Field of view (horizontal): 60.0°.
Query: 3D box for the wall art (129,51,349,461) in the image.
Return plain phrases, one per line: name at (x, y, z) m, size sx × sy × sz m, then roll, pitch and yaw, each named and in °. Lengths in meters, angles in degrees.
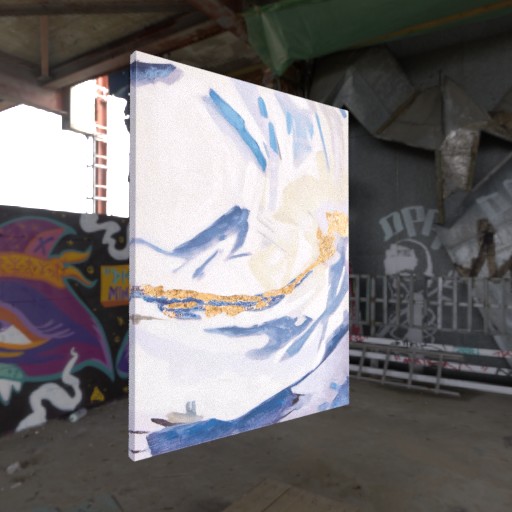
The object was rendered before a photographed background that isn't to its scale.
wall art at (0.000, 0.000, 1.326) m, size 0.761 × 1.015 × 0.038 m, roll 1°, pitch -1°, yaw -35°
